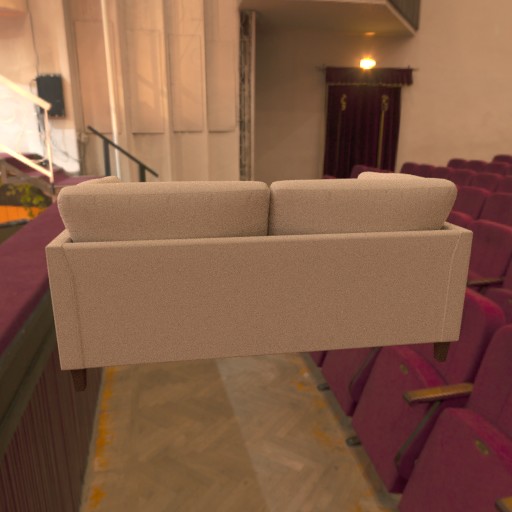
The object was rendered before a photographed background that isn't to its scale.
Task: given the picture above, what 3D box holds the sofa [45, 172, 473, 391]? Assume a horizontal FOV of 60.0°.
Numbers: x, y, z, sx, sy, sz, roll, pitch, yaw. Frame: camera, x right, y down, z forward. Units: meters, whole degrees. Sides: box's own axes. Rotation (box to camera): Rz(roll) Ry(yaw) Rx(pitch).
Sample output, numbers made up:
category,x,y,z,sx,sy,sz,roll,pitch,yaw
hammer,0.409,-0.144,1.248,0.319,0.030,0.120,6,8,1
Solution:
category,x,y,z,sx,sy,sz,roll,pitch,yaw
sofa,0.000,0.000,2.269,1.776,0.836,0.970,-2,16,-8
